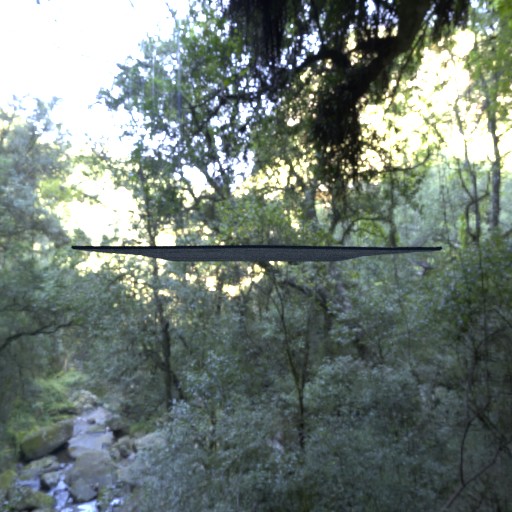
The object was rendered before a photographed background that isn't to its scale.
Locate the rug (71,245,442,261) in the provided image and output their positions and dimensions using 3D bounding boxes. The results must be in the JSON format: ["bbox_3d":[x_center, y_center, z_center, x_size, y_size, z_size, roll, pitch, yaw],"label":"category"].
[{"bbox_3d":[0.000,0.000,2.269,1.159,0.025,1.793,0,-2,0],"label":"rug"}]
